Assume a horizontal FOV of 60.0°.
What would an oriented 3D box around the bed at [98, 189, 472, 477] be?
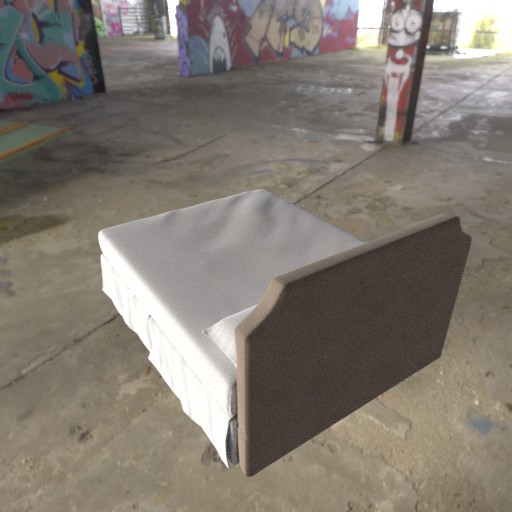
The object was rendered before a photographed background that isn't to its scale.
[{"bbox_3d":[0.000,0.000,3.602,1.977,1.293,2.498,-19,35,-29],"label":"bed"}]
